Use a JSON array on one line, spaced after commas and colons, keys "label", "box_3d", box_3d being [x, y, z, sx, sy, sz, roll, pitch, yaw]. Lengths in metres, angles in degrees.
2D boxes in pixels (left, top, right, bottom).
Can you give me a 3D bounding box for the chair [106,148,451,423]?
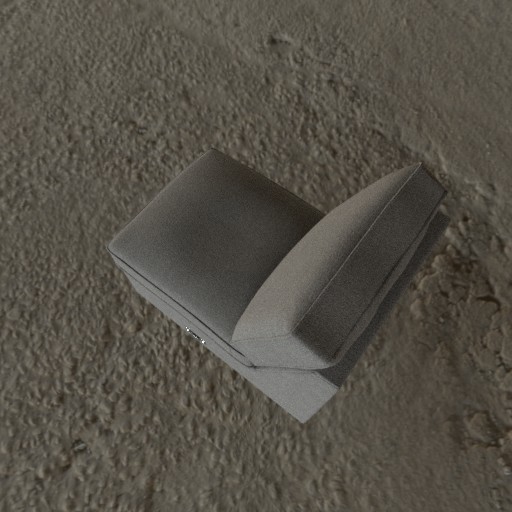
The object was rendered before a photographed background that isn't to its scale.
[{"label": "chair", "box_3d": [0.000, 0.000, 1.559, 0.938, 0.970, 0.621, 35, 68, 16]}]
